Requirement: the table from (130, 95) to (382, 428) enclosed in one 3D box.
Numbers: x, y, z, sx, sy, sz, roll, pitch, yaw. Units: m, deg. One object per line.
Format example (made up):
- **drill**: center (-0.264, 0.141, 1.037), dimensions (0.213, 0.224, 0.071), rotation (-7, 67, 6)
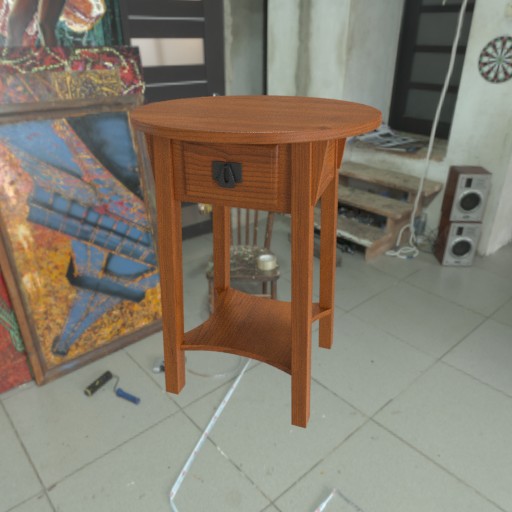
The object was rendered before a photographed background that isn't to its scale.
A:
- **table**: center (0.000, 0.000, 0.961), dimensions (0.457, 0.610, 0.457), rotation (0, 26, 0)
